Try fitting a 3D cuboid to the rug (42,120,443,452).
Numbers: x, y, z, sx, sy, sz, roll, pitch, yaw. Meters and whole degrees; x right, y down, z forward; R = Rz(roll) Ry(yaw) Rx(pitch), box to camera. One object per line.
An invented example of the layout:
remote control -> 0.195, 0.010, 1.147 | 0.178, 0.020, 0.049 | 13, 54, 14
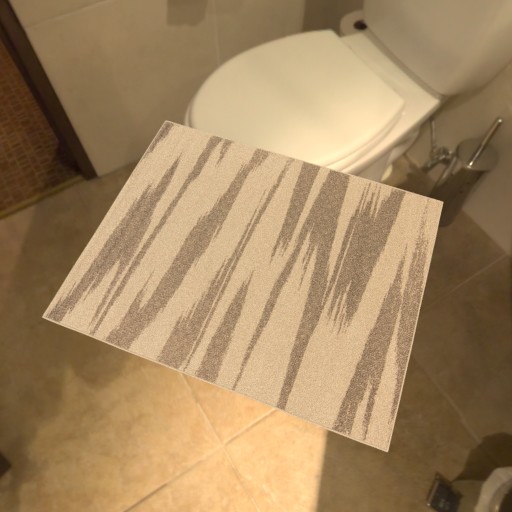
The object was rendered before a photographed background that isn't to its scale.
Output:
rug -> 0.000, 0.000, 3.966 | 2.945, 0.014, 2.353 | 19, 64, 9
